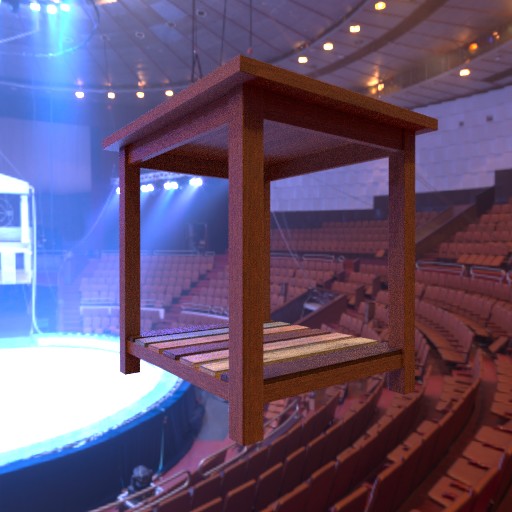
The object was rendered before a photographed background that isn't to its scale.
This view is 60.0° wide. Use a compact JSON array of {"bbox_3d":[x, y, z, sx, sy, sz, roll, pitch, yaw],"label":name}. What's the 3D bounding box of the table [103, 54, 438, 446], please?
[{"bbox_3d":[0.000,0.000,1.125,0.559,0.635,0.660,0,0,-37],"label":"table"}]
